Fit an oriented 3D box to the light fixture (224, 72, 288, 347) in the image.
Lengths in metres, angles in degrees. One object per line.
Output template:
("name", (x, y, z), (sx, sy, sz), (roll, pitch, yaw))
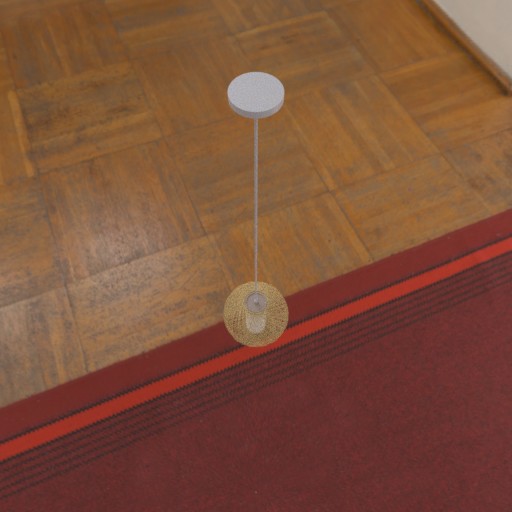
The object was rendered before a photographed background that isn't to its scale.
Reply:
("light fixture", (0.000, 0.000, 2.102), (0.407, 1.955, 0.406), (19, 64, 10))
